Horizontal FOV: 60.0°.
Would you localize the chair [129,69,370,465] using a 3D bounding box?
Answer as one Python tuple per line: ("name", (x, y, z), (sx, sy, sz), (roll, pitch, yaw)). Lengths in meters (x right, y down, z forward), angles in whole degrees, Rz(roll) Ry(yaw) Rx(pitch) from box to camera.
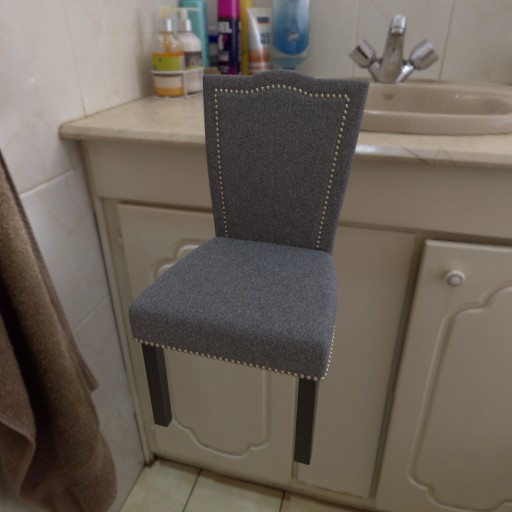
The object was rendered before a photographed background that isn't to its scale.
("chair", (0.000, 0.000, 1.272), (0.518, 0.946, 0.589), (8, 29, 15))
